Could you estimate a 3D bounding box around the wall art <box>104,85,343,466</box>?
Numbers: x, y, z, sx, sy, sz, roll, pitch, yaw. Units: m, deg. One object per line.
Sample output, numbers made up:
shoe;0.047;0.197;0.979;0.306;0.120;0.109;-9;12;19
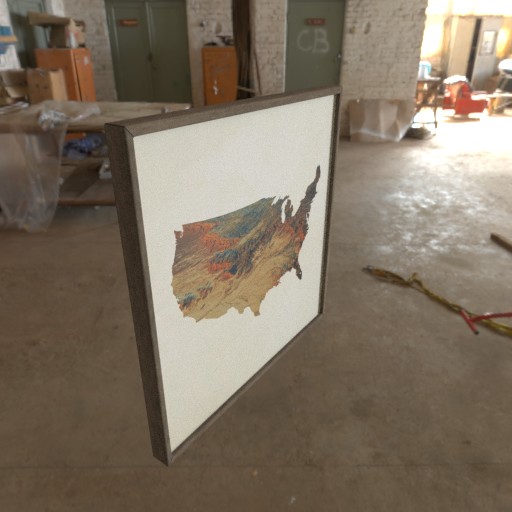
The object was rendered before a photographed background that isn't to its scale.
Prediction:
wall art;0.000;0.000;1.120;0.050;0.751;0.749;18;32;32
